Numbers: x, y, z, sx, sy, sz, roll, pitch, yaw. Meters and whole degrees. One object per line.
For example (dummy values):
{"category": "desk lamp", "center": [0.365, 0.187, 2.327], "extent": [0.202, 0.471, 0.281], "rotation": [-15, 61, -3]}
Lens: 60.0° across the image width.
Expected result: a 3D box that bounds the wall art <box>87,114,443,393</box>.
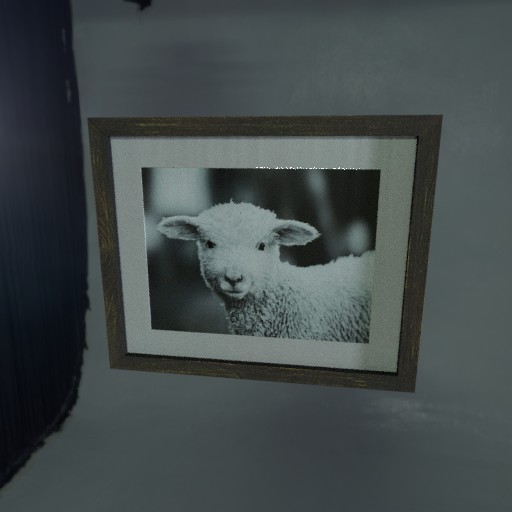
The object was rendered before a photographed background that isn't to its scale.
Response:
{"category": "wall art", "center": [0.000, 0.000, 0.762], "extent": [0.558, 0.457, 0.032], "rotation": [2, 15, 8]}
